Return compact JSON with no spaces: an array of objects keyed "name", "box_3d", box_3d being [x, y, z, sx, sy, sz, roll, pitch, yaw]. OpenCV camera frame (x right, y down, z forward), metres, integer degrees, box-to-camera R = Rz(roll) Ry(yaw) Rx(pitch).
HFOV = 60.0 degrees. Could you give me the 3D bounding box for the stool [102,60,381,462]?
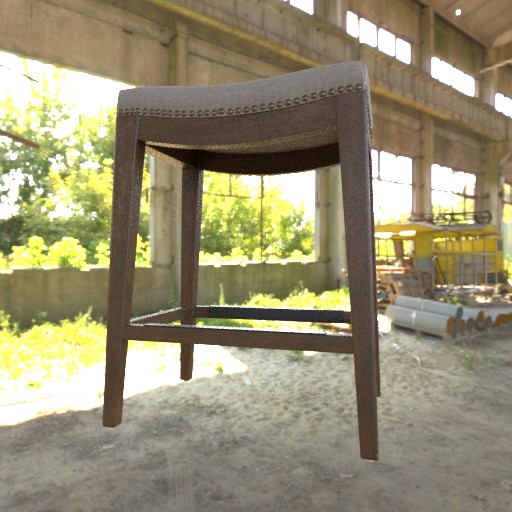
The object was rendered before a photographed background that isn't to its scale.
[{"name":"stool","box_3d":[0.000,0.000,0.944,0.508,0.660,0.356,0,0,16]}]
